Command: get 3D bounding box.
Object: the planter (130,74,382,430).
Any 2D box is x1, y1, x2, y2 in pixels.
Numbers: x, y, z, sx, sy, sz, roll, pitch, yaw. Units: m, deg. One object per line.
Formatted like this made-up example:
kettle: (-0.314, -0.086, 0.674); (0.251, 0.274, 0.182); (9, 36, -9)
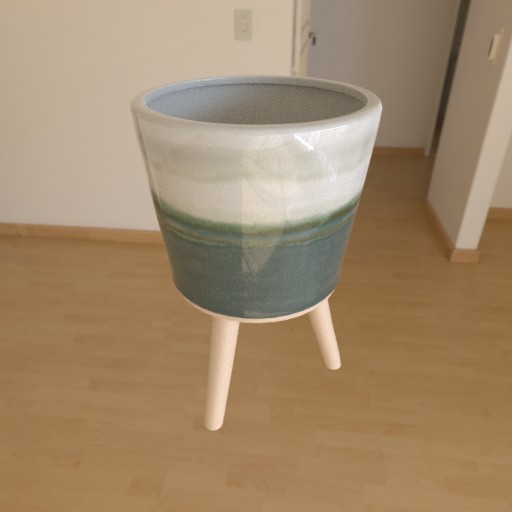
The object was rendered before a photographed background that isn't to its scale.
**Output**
planter: (0.000, 0.000, 0.475); (0.217, 0.331, 0.217); (-10, 33, -16)
